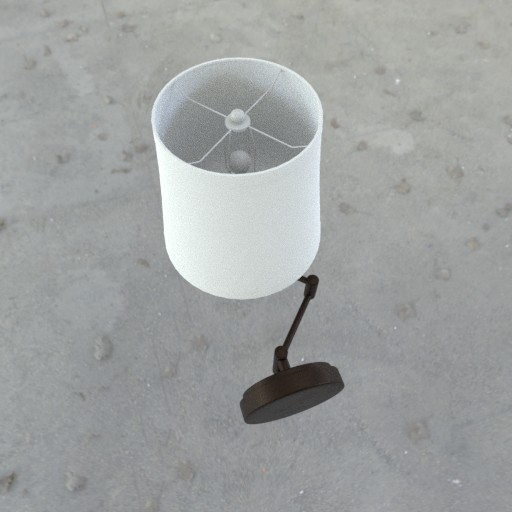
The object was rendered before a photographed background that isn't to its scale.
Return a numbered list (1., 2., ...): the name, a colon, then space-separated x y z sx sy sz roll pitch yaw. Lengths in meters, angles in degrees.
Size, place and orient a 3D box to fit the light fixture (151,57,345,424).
1. light fixture: 0.000 0.000 0.265 0.100 0.172 0.157 -15 60 -9
